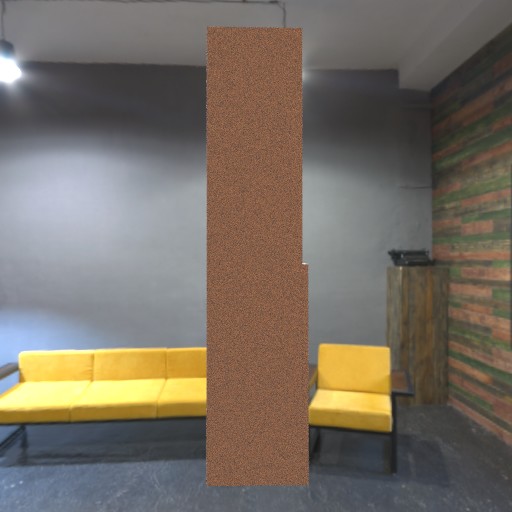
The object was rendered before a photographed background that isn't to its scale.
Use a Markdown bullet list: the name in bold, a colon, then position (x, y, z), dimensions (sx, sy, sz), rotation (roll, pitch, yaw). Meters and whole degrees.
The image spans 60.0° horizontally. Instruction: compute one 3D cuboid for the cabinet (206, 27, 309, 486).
- **cabinet**: position (0.000, 0.000, 1.505), dimensions (0.300, 1.350, 0.400), rotation (0, -1, -1)
